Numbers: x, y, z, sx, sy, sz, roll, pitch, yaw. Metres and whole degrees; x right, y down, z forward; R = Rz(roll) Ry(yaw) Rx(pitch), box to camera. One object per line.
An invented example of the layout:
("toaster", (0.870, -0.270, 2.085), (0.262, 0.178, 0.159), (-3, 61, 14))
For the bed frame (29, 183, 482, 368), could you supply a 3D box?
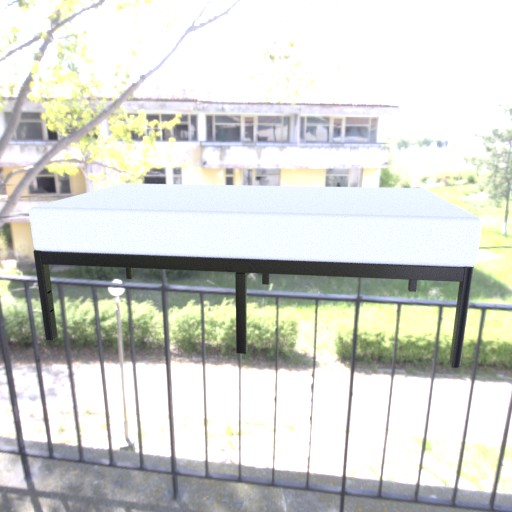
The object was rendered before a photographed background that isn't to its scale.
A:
("bed frame", (0.000, 0.000, 2.435), (1.950, 0.659, 1.023), (2, 16, 7))
